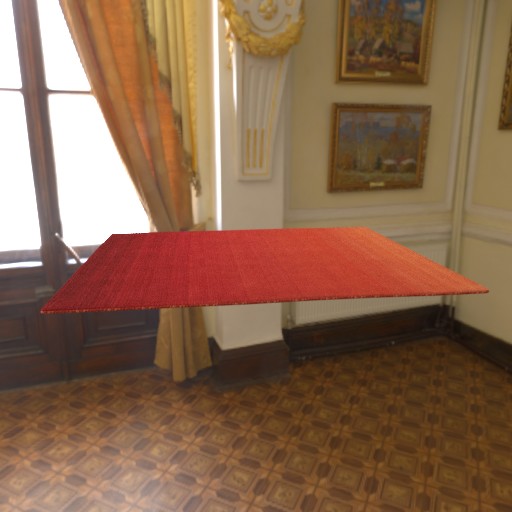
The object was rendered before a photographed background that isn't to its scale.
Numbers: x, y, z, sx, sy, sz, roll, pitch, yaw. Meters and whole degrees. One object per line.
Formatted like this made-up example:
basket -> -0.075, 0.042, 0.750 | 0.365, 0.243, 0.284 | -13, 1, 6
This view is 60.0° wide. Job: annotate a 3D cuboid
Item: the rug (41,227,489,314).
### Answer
rug -> 0.000, 0.000, 3.937 | 2.905, 0.028, 2.340 | -2, 15, -7
